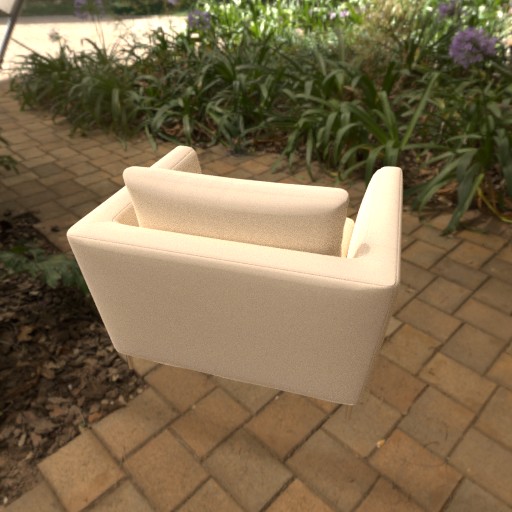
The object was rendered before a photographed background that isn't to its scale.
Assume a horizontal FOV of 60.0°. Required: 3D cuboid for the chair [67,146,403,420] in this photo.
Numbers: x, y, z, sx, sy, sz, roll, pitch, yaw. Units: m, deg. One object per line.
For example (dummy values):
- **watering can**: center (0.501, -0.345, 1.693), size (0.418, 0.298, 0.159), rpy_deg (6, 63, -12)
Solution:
- **chair**: center (0.000, 0.000, 1.759), size (1.041, 0.865, 0.889), rpy_deg (9, 34, 14)
